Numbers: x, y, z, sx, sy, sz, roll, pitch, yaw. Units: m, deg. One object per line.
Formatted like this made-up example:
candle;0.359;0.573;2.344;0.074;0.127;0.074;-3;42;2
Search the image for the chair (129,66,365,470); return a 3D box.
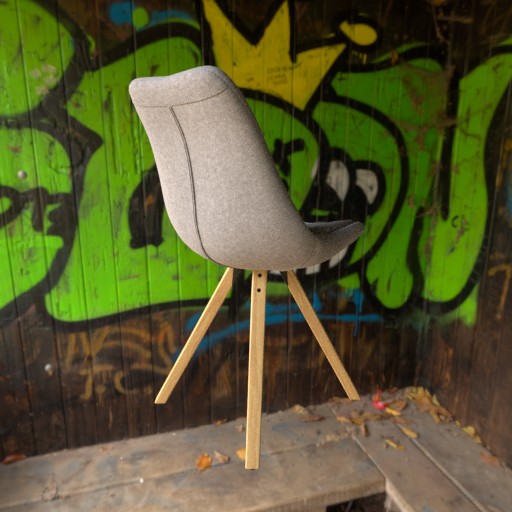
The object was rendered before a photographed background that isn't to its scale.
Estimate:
chair;0.000;0.000;1.186;0.483;0.865;0.550;14;20;43
